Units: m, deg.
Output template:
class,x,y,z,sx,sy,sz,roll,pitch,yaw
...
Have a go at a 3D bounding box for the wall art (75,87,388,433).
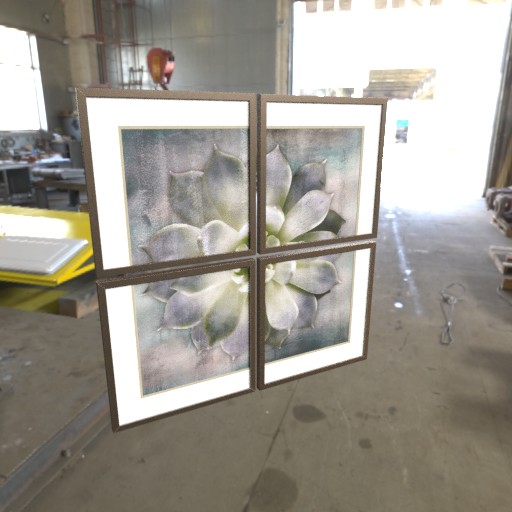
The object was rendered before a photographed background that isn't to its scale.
class,x,y,z,sx,sy,sz,roll,pitch,yaw
wall art,0.000,0.000,1.498,1.032,1.032,0.030,-8,18,-26
